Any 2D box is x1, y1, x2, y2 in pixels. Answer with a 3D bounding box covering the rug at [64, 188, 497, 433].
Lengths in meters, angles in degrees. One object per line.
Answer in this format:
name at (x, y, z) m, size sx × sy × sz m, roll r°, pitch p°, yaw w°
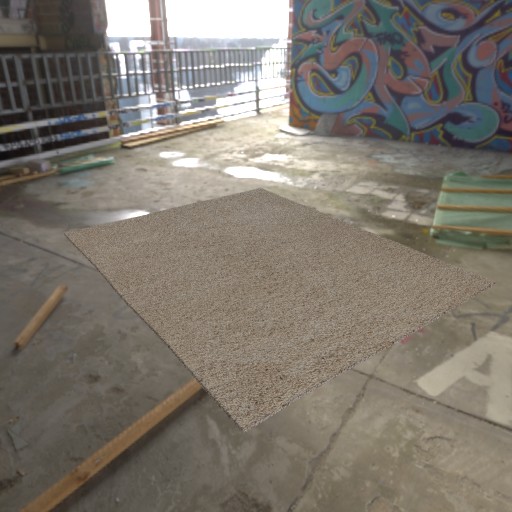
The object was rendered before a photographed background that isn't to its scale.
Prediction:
rug at (0.000, 0.000, 3.851) m, size 2.400 × 0.025 × 3.000 m, roll -18°, pitch 32°, yaw -33°
